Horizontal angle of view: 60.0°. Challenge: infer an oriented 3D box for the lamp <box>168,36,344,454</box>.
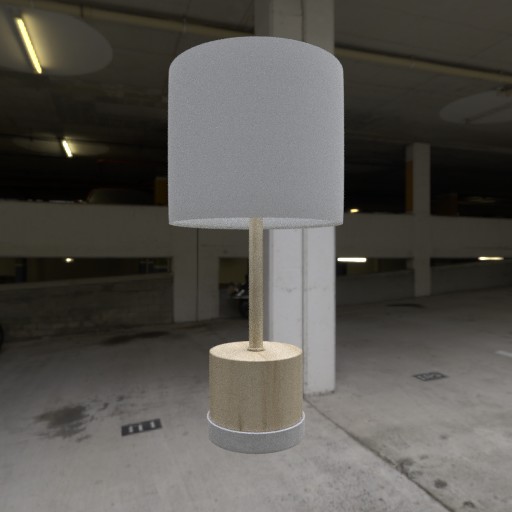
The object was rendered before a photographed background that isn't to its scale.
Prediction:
[{"bbox_3d":[0.000,0.000,0.588,0.229,0.470,0.229,0,0,-18],"label":"lamp"}]
